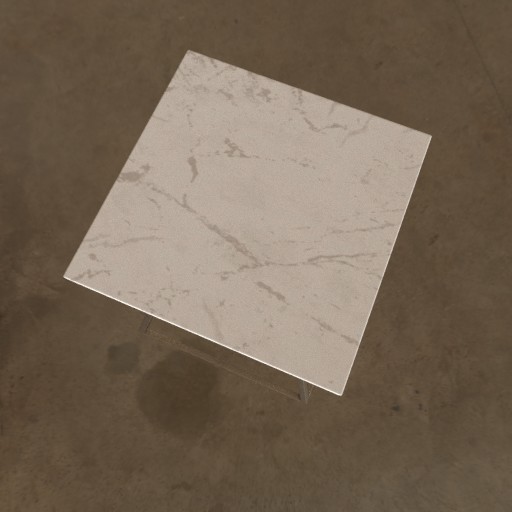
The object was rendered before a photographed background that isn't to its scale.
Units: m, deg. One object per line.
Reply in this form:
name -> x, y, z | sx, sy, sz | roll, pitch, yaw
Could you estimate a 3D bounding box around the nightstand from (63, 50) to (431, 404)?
nightstand -> 0.000, 0.000, 0.903 | 0.455, 0.554, 0.455 | 22, 75, 6
